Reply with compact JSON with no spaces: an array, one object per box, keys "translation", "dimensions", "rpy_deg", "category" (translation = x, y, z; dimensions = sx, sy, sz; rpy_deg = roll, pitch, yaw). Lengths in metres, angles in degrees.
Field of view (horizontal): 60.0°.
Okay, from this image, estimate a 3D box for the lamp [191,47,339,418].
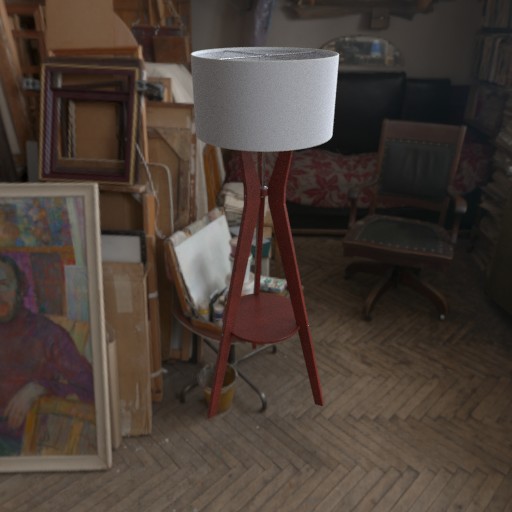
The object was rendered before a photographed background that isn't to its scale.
[{"translation":[0.000,0.000,1.766],"dimensions":[0.542,1.472,0.539],"rpy_deg":[-21,35,-32],"category":"lamp"}]
